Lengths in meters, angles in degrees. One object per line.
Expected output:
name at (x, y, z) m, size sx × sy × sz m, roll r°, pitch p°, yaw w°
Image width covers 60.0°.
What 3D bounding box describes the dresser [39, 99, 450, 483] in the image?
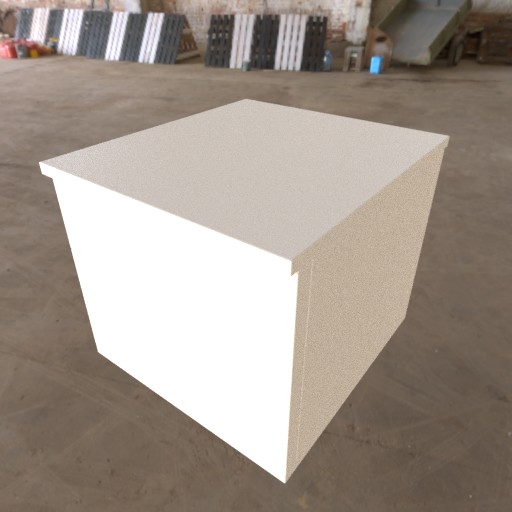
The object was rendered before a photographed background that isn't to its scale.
dresser at (0.000, 0.000, 0.714) m, size 0.400 × 0.360 × 0.430 m, roll 22°, pitch 39°, yaw 31°
